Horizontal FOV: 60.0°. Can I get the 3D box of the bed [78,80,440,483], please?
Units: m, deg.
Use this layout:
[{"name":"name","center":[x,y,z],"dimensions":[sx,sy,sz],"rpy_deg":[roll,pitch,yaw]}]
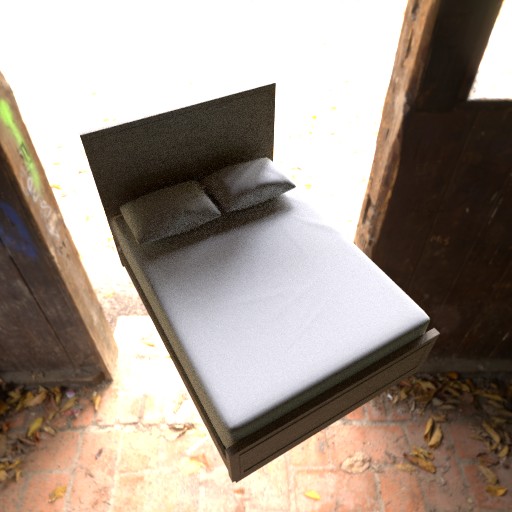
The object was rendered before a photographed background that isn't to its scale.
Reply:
[{"name":"bed","center":[0.000,0.000,3.227],"dimensions":[1.606,1.369,2.189],"rpy_deg":[-23,51,-20]}]
